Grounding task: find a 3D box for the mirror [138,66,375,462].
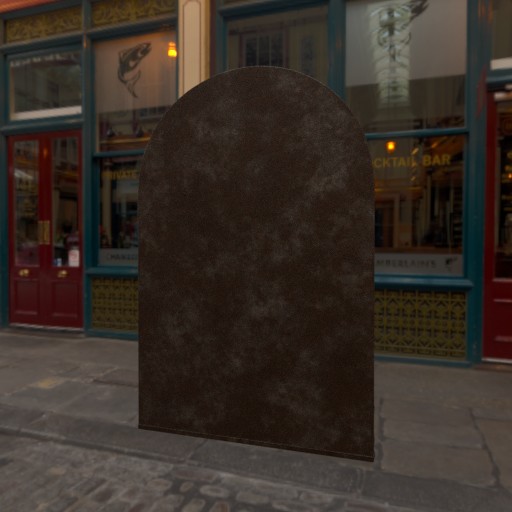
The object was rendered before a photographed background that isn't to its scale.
[{"bbox_3d":[0.000,0.000,0.969,0.510,0.770,0.137,0,1,18],"label":"mirror"}]
